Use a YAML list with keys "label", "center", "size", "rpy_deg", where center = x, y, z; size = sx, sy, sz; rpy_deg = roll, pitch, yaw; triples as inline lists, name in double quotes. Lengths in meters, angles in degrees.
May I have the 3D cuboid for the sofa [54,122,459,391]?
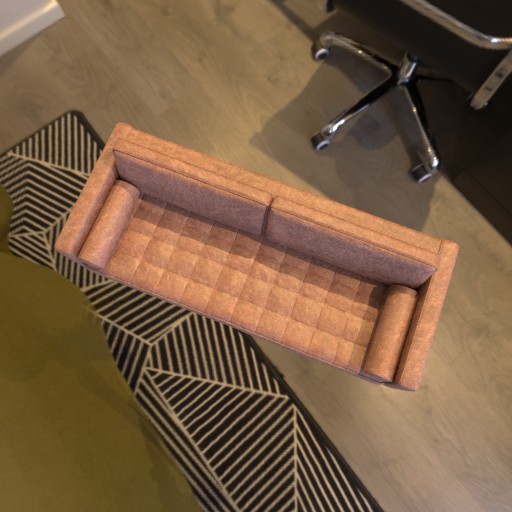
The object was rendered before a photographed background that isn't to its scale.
- label: "sofa"
  center: [0.000, 0.000, 2.748]
  size: [2.210, 0.762, 0.914]
  rpy_deg: [21, 77, 5]
